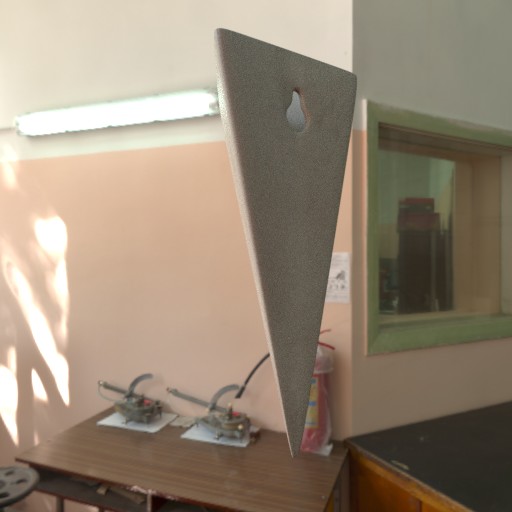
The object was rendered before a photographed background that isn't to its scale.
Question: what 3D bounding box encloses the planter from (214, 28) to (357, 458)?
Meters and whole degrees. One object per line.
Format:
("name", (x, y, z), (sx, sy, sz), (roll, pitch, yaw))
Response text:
("planter", (0.000, 0.000, 0.276), (0.101, 0.224, 0.081), (0, 0, -36))
